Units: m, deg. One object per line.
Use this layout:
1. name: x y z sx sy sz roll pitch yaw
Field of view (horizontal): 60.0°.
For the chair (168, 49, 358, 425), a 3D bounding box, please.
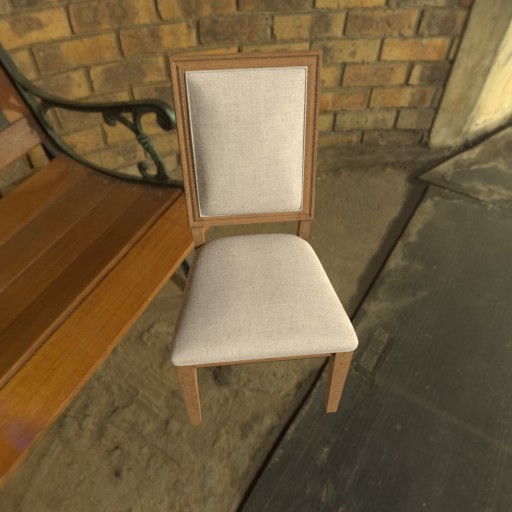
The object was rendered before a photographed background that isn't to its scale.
1. chair: 0.000 0.000 1.357 0.536 0.988 0.601 -4 47 -4
